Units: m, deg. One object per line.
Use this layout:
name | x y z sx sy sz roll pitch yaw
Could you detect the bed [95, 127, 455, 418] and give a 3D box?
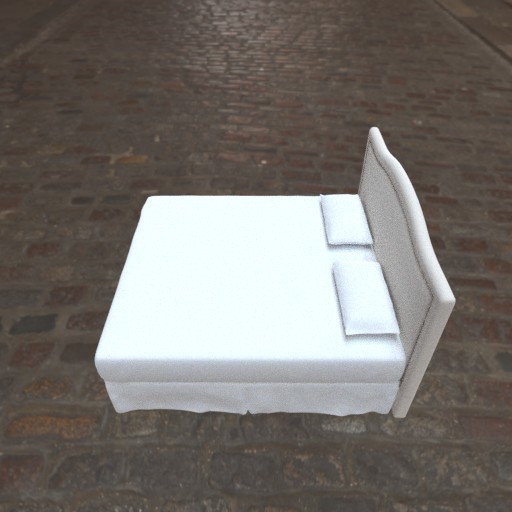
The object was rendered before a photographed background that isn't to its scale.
bed | 0.000 0.000 3.548 2.182 1.421 2.083 0 42 0
